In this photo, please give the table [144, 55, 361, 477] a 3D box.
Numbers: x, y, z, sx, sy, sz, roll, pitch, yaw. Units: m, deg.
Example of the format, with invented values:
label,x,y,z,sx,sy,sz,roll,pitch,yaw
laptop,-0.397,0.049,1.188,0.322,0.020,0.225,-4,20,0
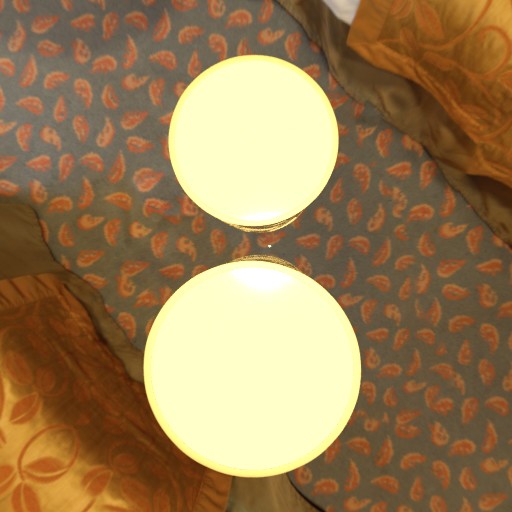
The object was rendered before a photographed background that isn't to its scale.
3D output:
label,x,y,z,sx,sy,sz,roll,pitch,yaw
table,0.000,0.000,1.132,0.420,0.564,0.846,0,91,2
